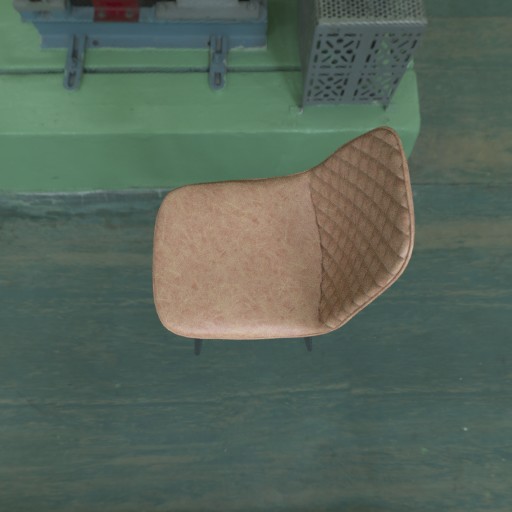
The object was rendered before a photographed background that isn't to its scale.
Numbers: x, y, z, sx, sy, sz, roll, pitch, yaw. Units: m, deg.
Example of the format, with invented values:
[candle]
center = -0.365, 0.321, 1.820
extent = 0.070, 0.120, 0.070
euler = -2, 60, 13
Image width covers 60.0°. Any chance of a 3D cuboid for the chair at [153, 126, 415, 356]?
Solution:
[chair]
center = 0.000, 0.000, 1.217
extent = 0.561, 0.889, 0.472
euler = -2, 74, -1
